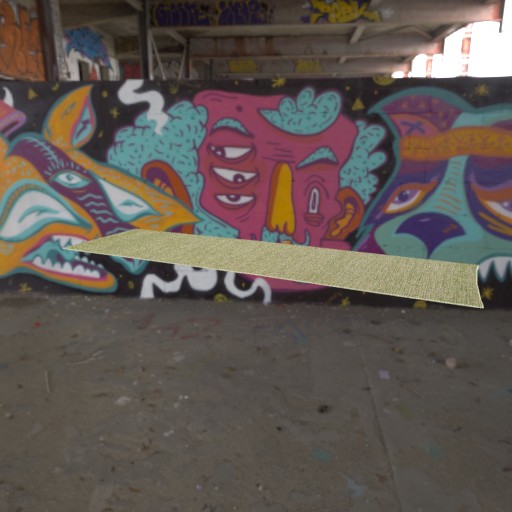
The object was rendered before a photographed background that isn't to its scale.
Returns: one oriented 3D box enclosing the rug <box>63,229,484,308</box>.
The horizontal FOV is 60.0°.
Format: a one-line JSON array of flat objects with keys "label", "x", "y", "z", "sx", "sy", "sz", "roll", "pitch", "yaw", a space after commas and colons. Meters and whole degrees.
[{"label": "rug", "x": 0.000, "y": 0.000, "z": 2.555, "sx": 2.340, "sy": 0.013, "sz": 0.686, "roll": 7, "pitch": 16, "yaw": 25}]
